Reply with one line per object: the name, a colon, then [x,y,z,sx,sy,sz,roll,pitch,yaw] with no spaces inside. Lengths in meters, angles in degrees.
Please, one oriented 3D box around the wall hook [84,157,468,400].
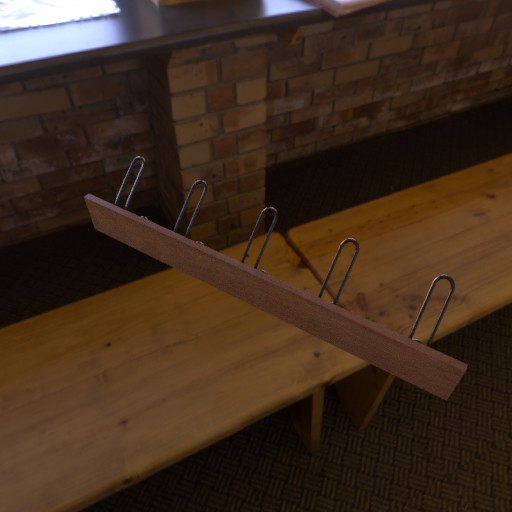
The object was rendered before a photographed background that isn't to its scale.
wall hook: [0.000,0.000,0.589,0.554,0.116,0.076,24,50,21]
